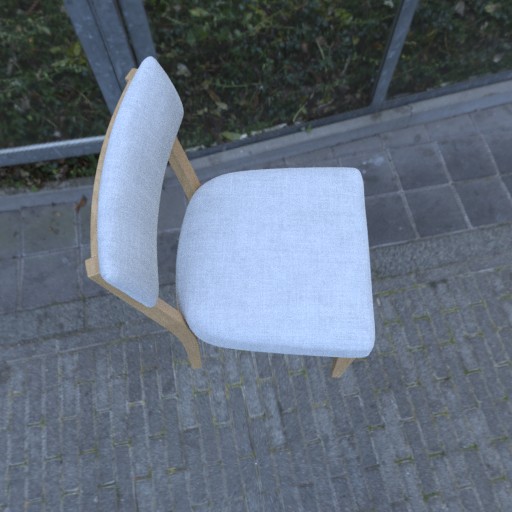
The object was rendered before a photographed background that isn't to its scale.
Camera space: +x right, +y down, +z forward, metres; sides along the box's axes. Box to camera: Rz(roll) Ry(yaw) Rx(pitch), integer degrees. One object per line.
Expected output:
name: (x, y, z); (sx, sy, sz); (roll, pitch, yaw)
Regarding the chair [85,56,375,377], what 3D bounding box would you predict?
chair: (0.000, 0.000, 1.147); (0.572, 0.832, 0.508); (2, 65, 1)
